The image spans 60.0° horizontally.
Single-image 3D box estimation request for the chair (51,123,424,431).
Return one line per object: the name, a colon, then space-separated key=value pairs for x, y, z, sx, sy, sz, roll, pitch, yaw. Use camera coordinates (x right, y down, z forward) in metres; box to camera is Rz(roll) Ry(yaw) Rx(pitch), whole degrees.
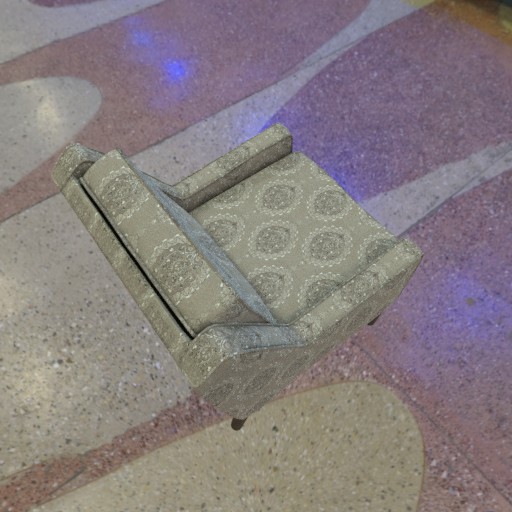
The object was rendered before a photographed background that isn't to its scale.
chair: x=0.000 y=0.000 z=1.319 sx=0.750 sy=0.797 sz=0.665 roll=-33 pitch=64 yaw=-18
